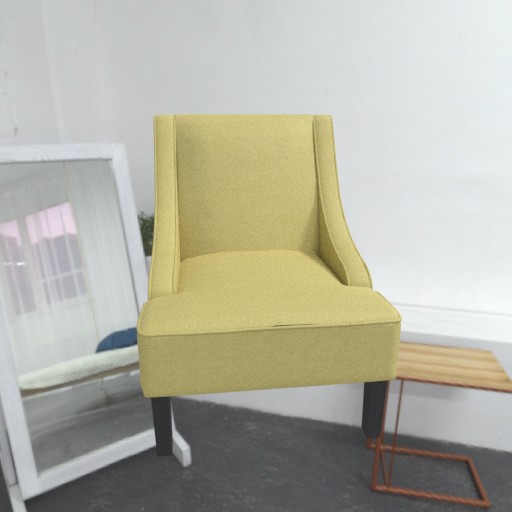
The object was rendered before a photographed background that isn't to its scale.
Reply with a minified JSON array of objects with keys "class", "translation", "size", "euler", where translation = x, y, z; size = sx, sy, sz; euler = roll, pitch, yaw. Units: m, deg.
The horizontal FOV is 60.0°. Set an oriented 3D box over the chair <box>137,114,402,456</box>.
[{"class":"chair","translation":[0.000,0.000,1.471],"size":[0.696,0.896,0.814],"euler":[-2,18,-7]}]
